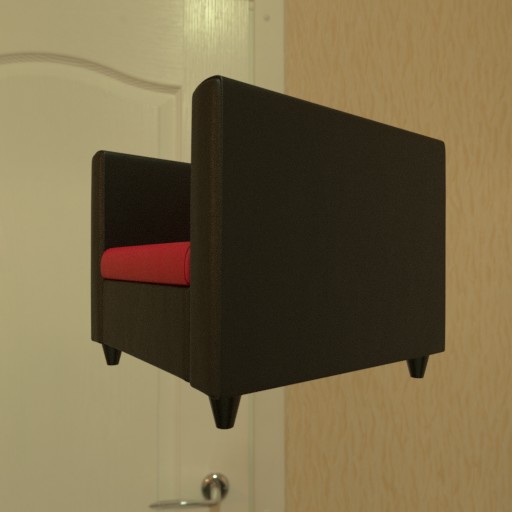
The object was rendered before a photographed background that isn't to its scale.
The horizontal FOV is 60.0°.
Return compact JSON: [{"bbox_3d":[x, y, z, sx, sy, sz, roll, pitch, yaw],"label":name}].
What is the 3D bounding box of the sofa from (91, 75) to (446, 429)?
[{"bbox_3d":[0.000,0.000,1.411,0.809,0.724,0.839,1,-1,-36],"label":"sofa"}]
